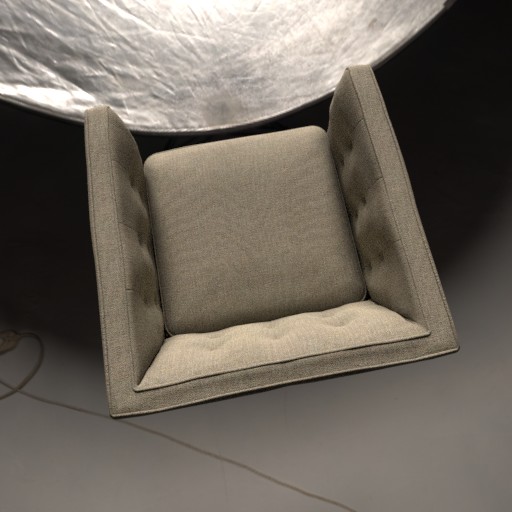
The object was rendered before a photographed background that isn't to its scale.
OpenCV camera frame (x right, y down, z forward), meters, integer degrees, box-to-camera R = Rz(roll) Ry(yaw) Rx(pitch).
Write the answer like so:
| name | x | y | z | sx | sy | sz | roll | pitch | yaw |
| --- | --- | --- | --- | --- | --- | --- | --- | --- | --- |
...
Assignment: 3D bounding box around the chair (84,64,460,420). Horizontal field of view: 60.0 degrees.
| name | x | y | z | sx | sy | sz | roll | pitch | yaw |
| --- | --- | --- | --- | --- | --- | --- | --- | --- | --- |
| chair | 0.000 | 0.000 | 1.585 | 0.920 | 0.799 | 0.912 | -10 | 75 | -3 |
